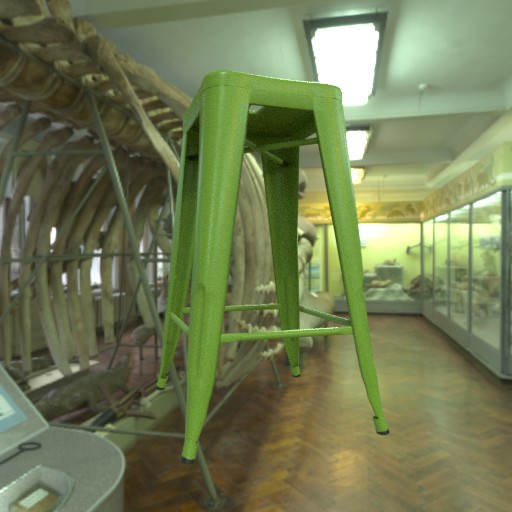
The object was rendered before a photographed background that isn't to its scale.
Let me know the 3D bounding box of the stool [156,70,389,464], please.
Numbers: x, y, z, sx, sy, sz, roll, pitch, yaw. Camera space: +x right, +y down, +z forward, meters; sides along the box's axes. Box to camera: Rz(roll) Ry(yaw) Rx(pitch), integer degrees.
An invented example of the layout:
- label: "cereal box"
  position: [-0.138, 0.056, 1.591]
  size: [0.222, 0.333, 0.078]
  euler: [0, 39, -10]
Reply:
- label: "stool"
  position: [0.000, 0.000, 0.884]
  size: [0.358, 0.609, 0.398]
  euler: [0, 0, -18]
